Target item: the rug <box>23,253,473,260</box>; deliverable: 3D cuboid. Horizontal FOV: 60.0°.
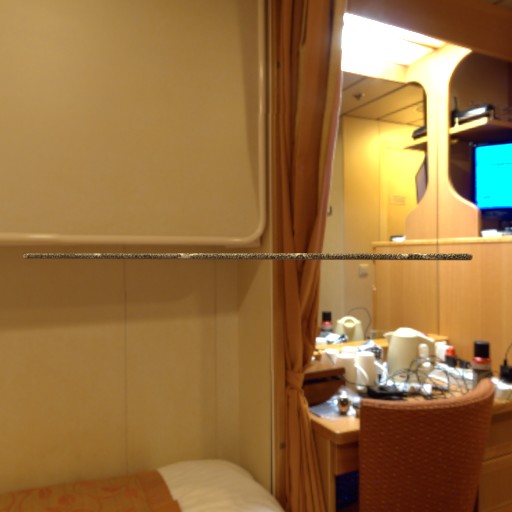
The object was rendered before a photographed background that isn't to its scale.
[{"bbox_3d":[0.000,0.000,2.992,2.438,0.030,1.524,0,0,18],"label":"rug"}]
